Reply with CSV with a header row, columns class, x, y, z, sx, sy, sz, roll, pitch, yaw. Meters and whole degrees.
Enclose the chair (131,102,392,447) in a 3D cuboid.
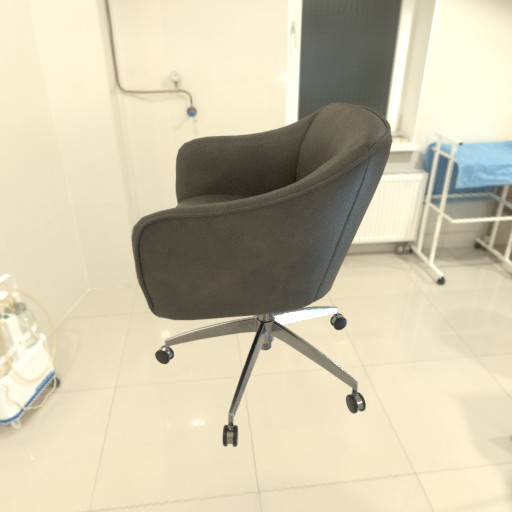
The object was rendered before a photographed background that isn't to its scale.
class,x,y,z,sx,sy,sz,roll,pitch,yaw
chair,0.000,0.000,1.328,0.689,0.827,0.713,0,28,0
